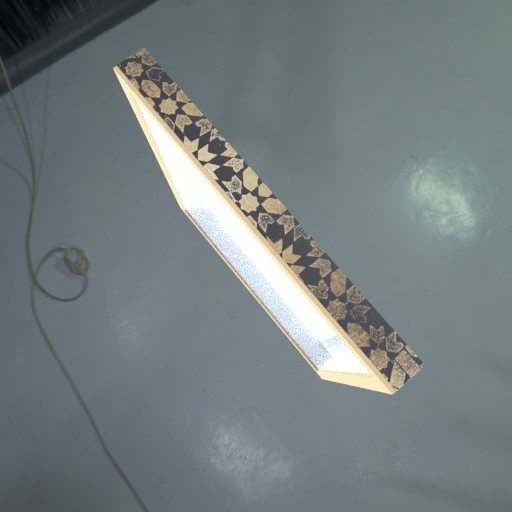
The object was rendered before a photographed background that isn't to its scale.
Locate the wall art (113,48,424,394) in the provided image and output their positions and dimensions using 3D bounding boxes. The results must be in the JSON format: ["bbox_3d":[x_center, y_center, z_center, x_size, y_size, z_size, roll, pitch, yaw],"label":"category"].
[{"bbox_3d":[0.000,0.000,0.605,0.038,0.405,0.405,-39,79,-9],"label":"wall art"}]
